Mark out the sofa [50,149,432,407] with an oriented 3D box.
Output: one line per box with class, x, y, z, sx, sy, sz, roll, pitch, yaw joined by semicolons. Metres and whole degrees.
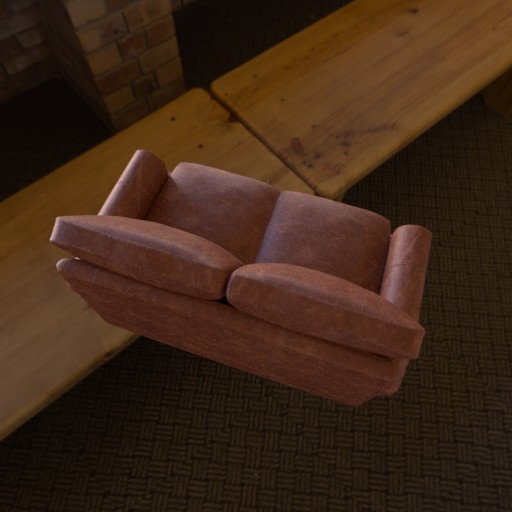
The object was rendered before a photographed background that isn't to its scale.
sofa;0.000;0.000;2.231;1.616;0.967;0.990;17;65;8
